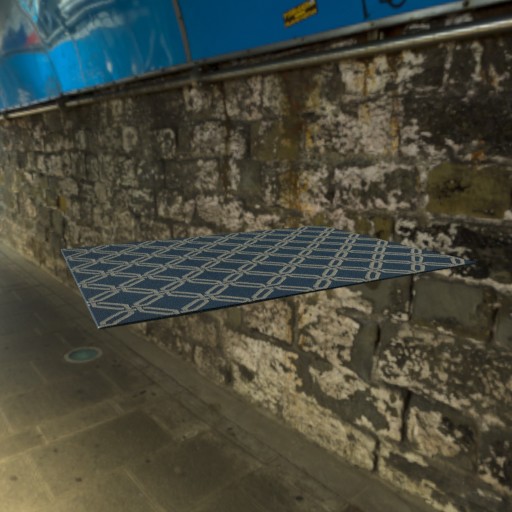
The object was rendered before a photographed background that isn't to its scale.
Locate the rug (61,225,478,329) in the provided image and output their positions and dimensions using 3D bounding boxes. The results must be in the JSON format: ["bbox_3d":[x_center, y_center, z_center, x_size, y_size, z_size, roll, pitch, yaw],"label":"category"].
[{"bbox_3d":[0.000,0.000,4.363,3.342,0.018,2.432,-7,15,-27],"label":"rug"}]
